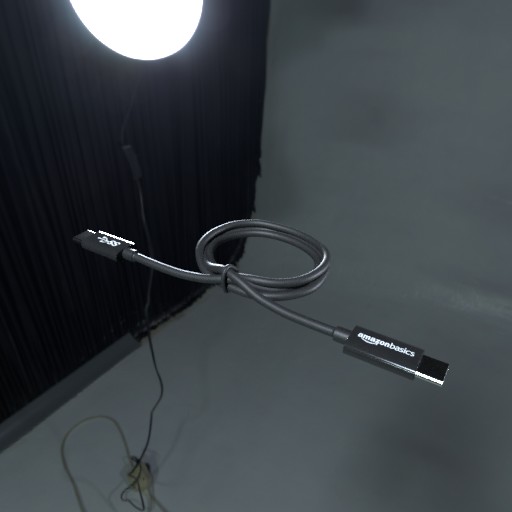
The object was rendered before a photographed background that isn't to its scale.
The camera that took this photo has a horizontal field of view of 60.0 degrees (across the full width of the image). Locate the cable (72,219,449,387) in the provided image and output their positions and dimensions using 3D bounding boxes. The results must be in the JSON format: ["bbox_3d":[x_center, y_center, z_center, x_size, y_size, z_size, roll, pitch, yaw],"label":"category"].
[{"bbox_3d":[0.000,0.000,0.210,0.186,0.014,0.070,18,35,27],"label":"cable"}]
